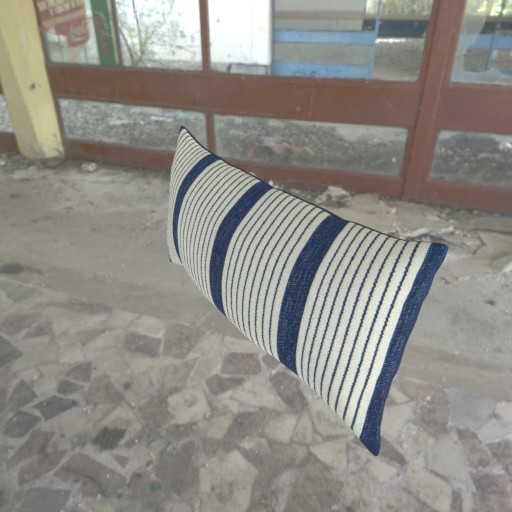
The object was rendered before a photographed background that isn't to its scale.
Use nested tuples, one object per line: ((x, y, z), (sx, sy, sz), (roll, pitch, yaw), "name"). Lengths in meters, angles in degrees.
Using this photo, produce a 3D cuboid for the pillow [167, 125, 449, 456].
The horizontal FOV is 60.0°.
((0.000, 0.000, 0.720), (0.156, 0.292, 0.608), (-19, 35, -30), "pillow")
